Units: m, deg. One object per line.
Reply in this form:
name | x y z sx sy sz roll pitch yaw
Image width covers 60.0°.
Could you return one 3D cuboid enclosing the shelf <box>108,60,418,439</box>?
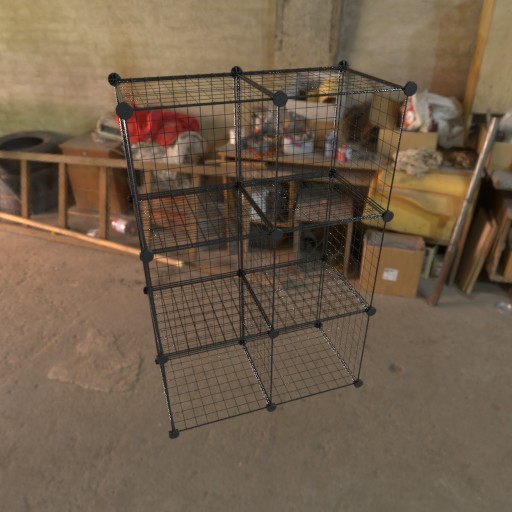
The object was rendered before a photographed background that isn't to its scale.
shelf | 0.000 0.000 1.403 0.711 1.067 0.356 -10 33 -15
